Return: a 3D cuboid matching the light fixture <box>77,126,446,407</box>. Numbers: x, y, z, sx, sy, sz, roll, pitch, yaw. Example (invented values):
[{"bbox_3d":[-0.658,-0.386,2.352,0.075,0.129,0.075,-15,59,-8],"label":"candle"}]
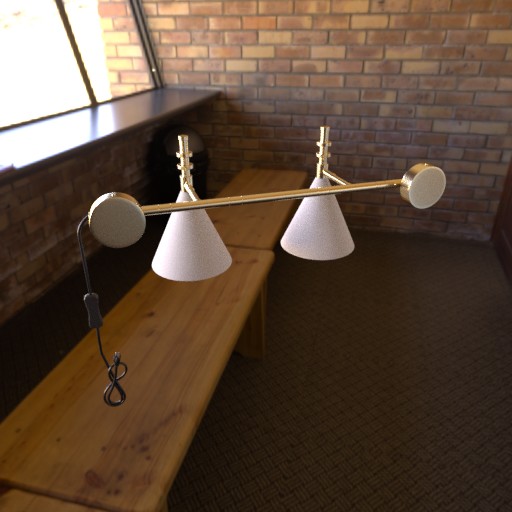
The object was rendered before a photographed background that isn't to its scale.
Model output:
[{"bbox_3d":[0.000,0.000,0.877,0.642,0.468,0.239,-8,28,-16],"label":"light fixture"}]
